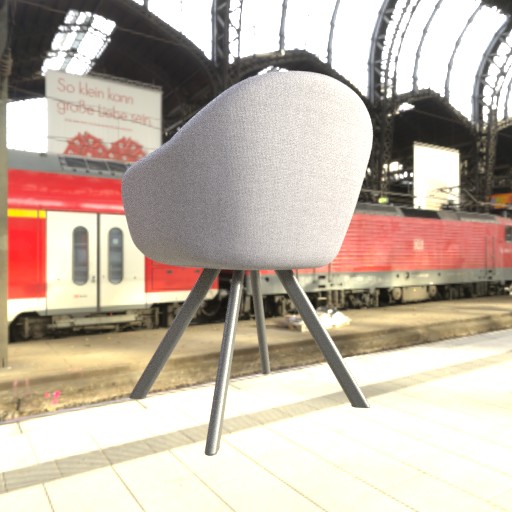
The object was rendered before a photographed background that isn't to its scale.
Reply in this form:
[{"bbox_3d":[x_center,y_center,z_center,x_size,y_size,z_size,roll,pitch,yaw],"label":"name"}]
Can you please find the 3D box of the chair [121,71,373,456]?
[{"bbox_3d":[0.000,0.000,1.169,0.590,0.795,0.550,0,0,-36],"label":"chair"}]
